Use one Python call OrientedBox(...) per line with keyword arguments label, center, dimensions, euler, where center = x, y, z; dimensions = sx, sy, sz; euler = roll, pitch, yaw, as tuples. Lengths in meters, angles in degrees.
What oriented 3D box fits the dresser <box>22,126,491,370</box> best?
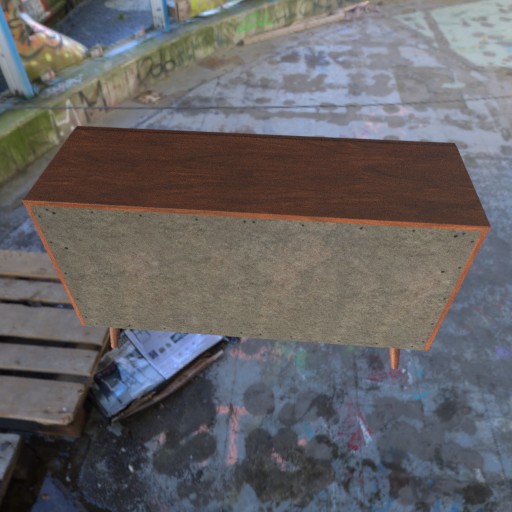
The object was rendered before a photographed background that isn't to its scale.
OrientedBox(label="dresser", center=(0.000, 0.000, 1.879), dimensions=(1.472, 0.889, 0.500), euler=(4, 46, 3))
